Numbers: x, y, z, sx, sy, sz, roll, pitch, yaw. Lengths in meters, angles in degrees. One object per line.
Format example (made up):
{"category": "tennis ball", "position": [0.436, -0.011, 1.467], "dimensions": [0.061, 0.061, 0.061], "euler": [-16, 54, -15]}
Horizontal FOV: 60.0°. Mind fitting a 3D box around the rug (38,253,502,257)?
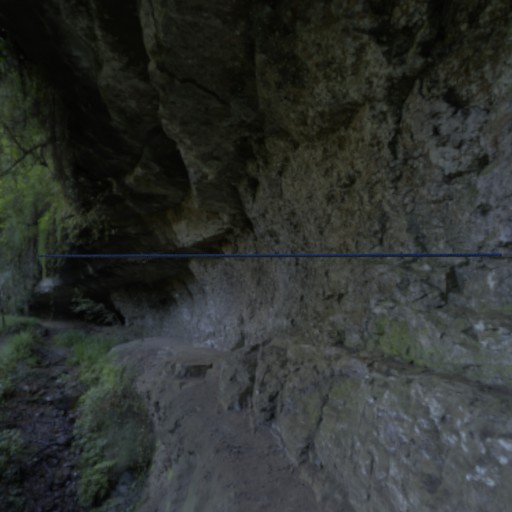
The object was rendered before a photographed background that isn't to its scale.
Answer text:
{"category": "rug", "position": [0.000, 0.000, 2.620], "dimensions": [2.448, 0.012, 0.769], "euler": [0, -1, 16]}
